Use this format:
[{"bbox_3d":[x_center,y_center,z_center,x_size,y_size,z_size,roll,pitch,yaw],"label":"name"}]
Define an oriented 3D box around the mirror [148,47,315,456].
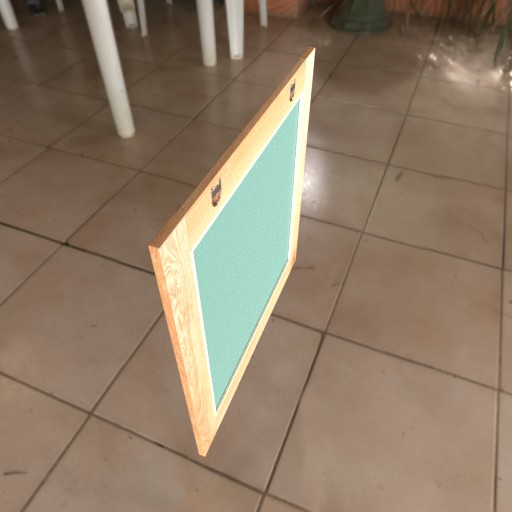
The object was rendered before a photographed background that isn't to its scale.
[{"bbox_3d":[0.000,0.000,1.184,0.020,0.800,0.800,16,48,15],"label":"mirror"}]
